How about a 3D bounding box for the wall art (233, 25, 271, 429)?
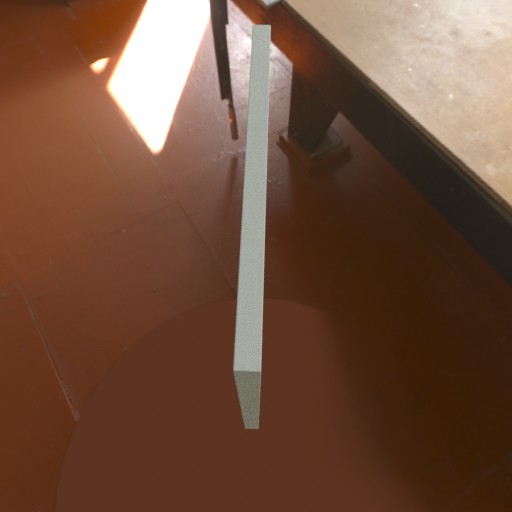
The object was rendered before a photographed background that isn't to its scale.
[{"bbox_3d":[0.000,0.000,1.147,0.040,0.762,0.762,2,63,1],"label":"wall art"}]
